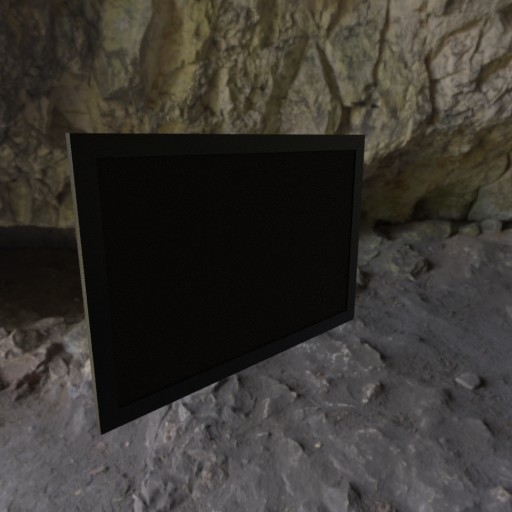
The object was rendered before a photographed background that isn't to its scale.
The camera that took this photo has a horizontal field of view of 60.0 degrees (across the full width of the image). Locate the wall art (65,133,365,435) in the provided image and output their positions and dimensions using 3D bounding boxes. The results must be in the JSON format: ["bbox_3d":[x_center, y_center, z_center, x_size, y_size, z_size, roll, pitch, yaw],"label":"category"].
[{"bbox_3d":[0.000,0.000,0.843,0.660,0.447,0.013,-14,20,-41],"label":"wall art"}]
